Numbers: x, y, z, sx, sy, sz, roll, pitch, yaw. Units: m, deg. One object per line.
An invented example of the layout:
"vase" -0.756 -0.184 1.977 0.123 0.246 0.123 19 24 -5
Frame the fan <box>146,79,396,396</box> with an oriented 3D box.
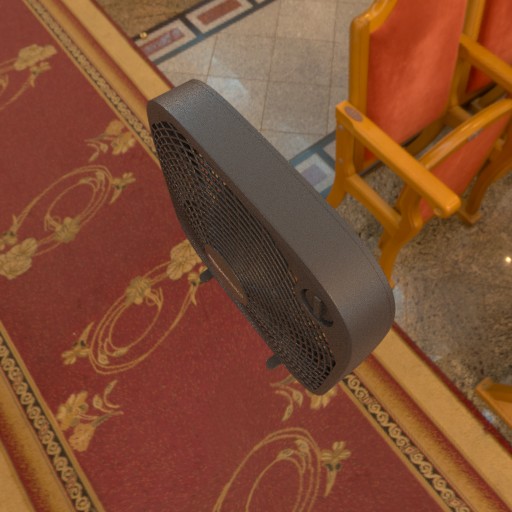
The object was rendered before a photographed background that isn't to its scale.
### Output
"fan" 0.000 0.000 0.826 0.142 0.533 0.526 -34 68 -16
